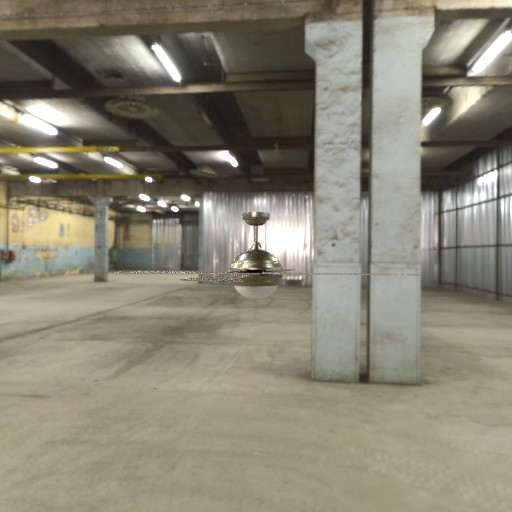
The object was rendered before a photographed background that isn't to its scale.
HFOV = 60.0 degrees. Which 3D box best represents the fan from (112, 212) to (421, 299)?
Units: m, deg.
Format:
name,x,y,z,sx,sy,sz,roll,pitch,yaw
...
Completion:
name,x,y,z,sx,sy,sz,roll,pitch,yaw
fan,0.000,0.000,1.982,1.321,0.381,1.321,0,0,34
